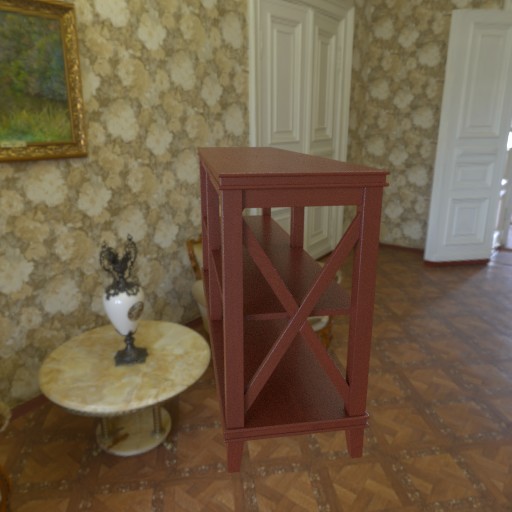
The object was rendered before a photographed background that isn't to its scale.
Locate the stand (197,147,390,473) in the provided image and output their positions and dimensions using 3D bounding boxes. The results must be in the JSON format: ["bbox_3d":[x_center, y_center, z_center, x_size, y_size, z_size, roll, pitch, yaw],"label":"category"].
[{"bbox_3d":[0.000,0.000,1.704,0.381,0.762,1.372,-3,16,-9],"label":"stand"}]
